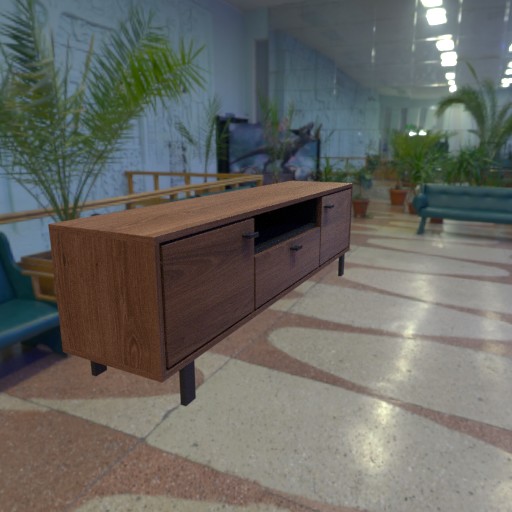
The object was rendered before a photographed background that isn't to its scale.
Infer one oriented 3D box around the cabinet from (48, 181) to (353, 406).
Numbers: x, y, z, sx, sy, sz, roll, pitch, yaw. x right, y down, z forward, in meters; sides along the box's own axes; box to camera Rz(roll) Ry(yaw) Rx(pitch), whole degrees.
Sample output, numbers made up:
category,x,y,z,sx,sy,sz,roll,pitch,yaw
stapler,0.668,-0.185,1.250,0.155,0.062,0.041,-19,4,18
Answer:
category,x,y,z,sx,sy,sz,roll,pitch,yaw
cabinet,0.000,0.000,1.879,0.400,0.500,1.650,7,16,27
